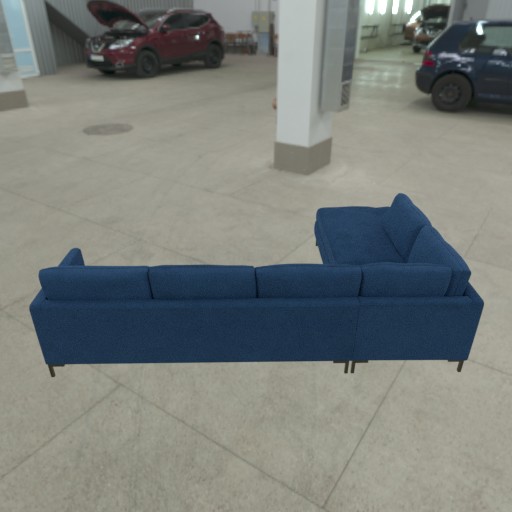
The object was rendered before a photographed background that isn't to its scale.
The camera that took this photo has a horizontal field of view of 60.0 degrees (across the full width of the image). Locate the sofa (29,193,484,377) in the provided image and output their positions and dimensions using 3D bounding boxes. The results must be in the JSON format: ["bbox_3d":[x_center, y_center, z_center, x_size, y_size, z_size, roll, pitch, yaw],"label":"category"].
[{"bbox_3d":[0.000,0.000,3.760,2.949,0.815,2.007,0,29,-1],"label":"sofa"}]
